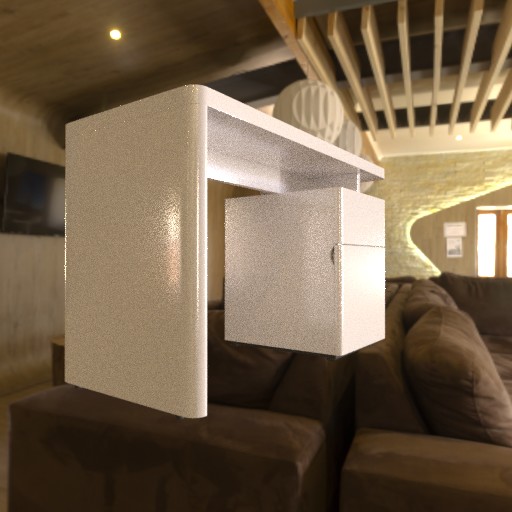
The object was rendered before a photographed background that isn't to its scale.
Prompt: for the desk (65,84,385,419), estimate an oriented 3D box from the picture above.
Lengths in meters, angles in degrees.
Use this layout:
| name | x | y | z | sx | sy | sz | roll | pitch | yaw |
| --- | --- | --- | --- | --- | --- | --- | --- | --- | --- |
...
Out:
| name | x | y | z | sx | sy | sz | roll | pitch | yaw |
| --- | --- | --- | --- | --- | --- | --- | --- | --- | --- |
| desk | 0.000 | 0.000 | 1.621 | 0.550 | 0.760 | 1.200 | 0 | -1 | 36 |
